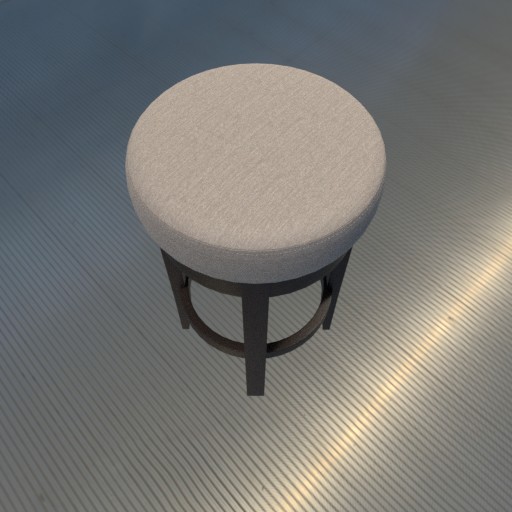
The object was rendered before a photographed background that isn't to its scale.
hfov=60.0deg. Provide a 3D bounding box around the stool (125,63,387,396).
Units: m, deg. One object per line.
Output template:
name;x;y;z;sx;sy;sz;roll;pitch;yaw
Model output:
stool;0.000;0.000;1.028;0.443;0.757;0.443;0;58;0
